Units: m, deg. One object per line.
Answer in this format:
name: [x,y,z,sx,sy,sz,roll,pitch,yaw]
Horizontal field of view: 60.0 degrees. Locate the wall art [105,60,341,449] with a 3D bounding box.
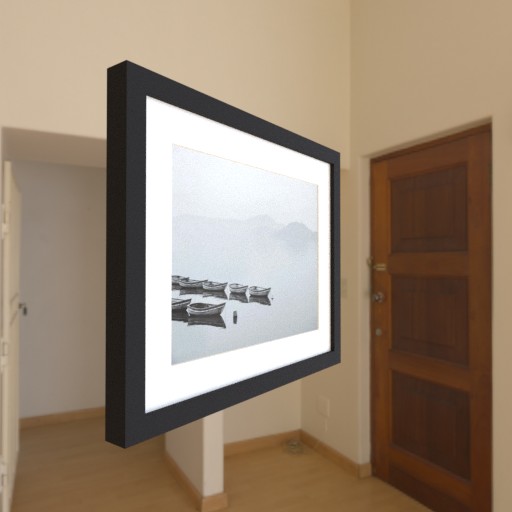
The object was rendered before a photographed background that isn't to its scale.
wall art: [0.000,0.000,0.536,0.028,0.325,0.397,-1,-1,37]
